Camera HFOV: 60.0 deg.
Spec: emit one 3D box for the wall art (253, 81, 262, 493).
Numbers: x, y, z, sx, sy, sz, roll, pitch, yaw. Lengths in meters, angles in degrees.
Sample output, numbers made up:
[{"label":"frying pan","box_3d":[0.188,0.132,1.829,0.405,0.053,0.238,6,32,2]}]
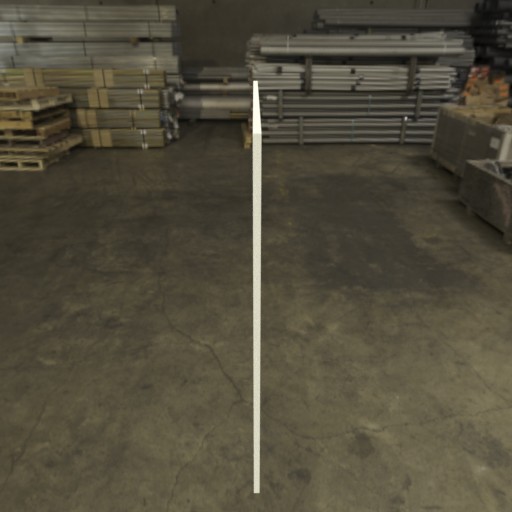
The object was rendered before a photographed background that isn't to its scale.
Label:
[{"label":"wall art","box_3d":[0.000,0.000,1.200,0.013,0.813,0.812,0,27,0]}]
